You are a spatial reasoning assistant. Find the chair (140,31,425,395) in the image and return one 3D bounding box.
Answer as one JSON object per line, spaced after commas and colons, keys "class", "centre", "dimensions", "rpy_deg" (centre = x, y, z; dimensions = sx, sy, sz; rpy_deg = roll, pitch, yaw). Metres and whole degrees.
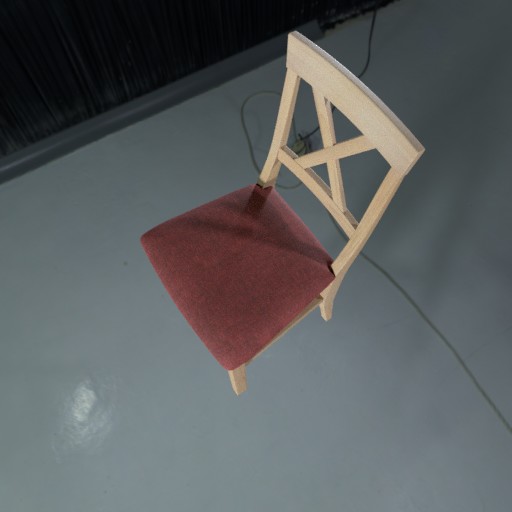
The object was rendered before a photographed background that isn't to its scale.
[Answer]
{"class": "chair", "centre": [0.000, 0.000, 1.180], "dimensions": [0.492, 0.912, 0.439], "rpy_deg": [-32, 68, -15]}
